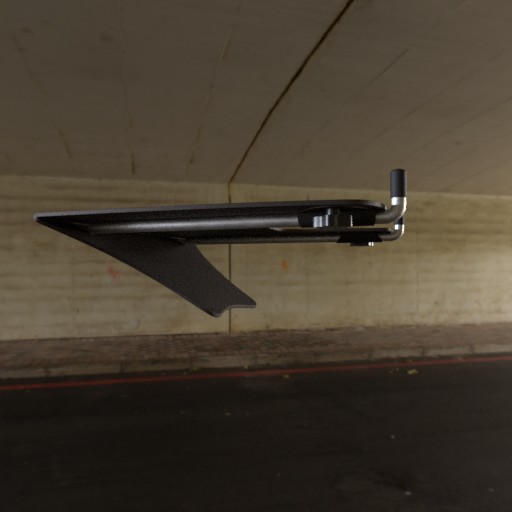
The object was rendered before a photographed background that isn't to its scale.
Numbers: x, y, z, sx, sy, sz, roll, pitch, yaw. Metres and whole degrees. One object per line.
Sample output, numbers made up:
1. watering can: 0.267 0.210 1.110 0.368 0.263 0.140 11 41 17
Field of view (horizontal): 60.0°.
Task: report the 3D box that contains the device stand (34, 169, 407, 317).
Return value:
1. device stand: 0.000 0.000 0.360 0.230 0.092 0.230 -1 -2 18
